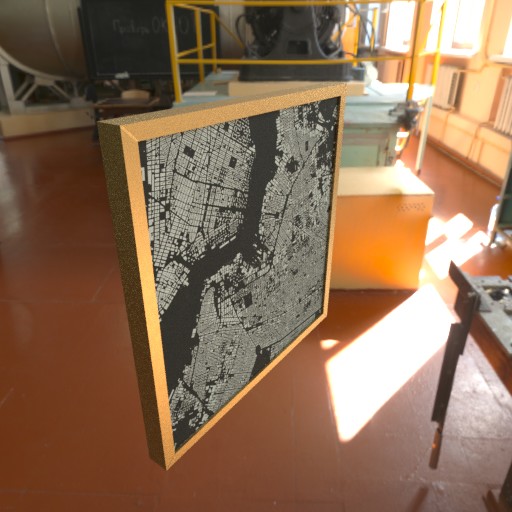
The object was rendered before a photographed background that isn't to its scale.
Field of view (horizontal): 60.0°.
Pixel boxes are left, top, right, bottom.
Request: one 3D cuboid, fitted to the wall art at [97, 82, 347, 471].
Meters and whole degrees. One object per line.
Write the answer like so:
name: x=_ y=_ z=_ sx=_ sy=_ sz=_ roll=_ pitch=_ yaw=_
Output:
wall art: x=0.000 y=0.000 z=1.889 sx=0.095 sy=1.284 sz=1.284 roll=18 pitch=32 yaw=32
